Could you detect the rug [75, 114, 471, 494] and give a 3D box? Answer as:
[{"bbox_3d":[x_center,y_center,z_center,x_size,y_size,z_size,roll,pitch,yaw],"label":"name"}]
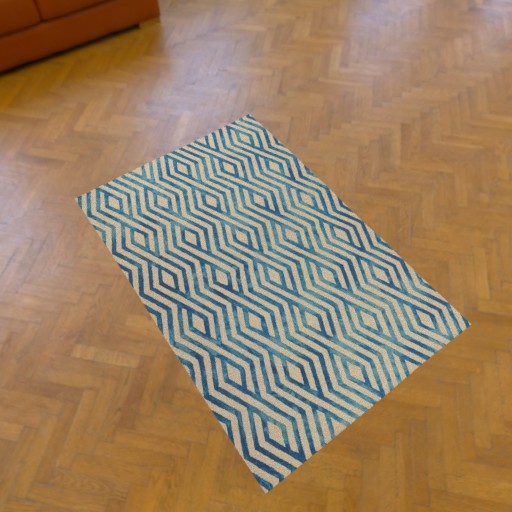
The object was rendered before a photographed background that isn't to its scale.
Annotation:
[{"bbox_3d":[0.000,0.000,2.318,1.225,0.008,1.830,-31,63,-18],"label":"rug"}]
